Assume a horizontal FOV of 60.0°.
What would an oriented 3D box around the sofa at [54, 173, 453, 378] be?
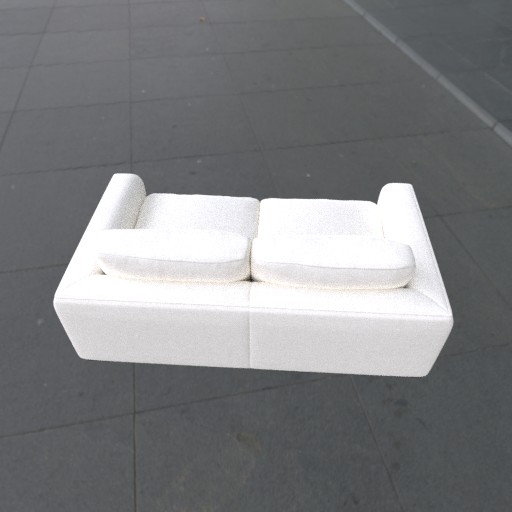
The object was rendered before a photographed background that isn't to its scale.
[{"bbox_3d":[0.000,0.000,2.537,1.920,0.801,1.069,2,45,2],"label":"sofa"}]
